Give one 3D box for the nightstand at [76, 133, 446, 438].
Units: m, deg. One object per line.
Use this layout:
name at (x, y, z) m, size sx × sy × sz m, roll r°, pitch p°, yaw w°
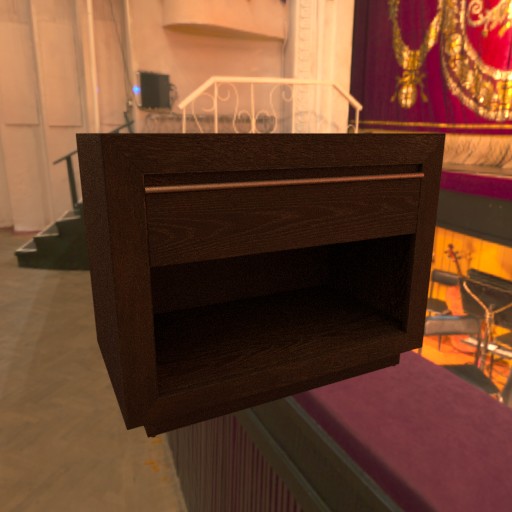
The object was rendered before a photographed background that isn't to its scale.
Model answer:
nightstand at (0.000, 0.000, 1.146) m, size 0.775 × 0.612 × 0.457 m, roll -8°, pitch 17°, yaw -25°
